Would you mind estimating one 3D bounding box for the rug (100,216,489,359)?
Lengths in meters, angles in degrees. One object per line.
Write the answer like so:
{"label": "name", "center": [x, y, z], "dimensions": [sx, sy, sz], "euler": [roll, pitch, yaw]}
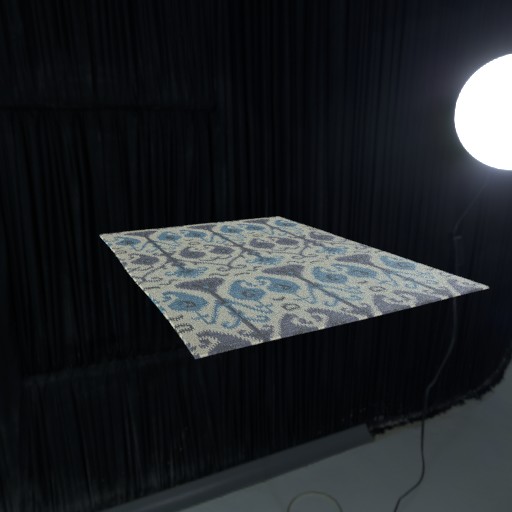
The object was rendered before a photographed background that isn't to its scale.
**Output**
{"label": "rug", "center": [0.000, 0.000, 2.980], "dimensions": [1.676, 0.013, 2.261], "euler": [-8, 18, -26]}
